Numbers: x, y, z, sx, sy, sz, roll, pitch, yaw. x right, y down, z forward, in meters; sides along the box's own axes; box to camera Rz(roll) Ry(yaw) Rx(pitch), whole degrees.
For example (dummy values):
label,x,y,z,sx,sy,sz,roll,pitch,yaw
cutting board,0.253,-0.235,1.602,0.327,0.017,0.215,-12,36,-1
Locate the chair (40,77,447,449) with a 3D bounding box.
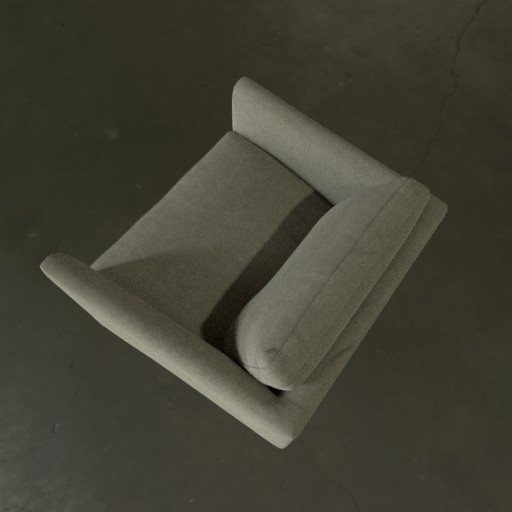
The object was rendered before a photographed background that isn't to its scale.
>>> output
label,x,y,z,sx,sy,sz,roll,pitch,yaw
chair,0.000,0.000,1.853,1.091,0.845,1.190,34,68,16
